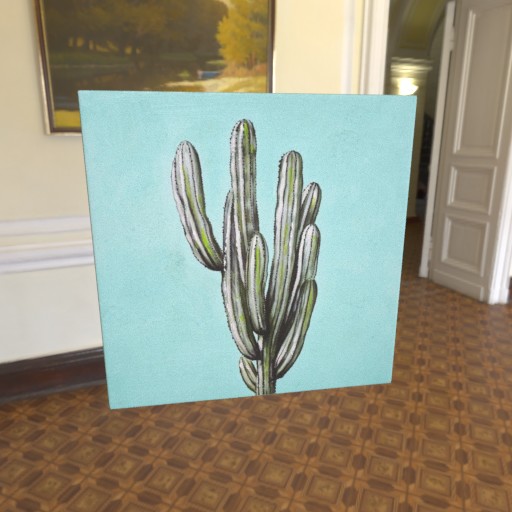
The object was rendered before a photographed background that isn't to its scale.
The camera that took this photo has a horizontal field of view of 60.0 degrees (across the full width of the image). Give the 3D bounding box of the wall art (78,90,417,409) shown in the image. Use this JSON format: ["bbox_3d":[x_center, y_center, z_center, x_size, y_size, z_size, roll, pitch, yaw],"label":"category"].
[{"bbox_3d":[0.000,0.000,1.555,1.071,1.073,0.070,-3,16,-9],"label":"wall art"}]
